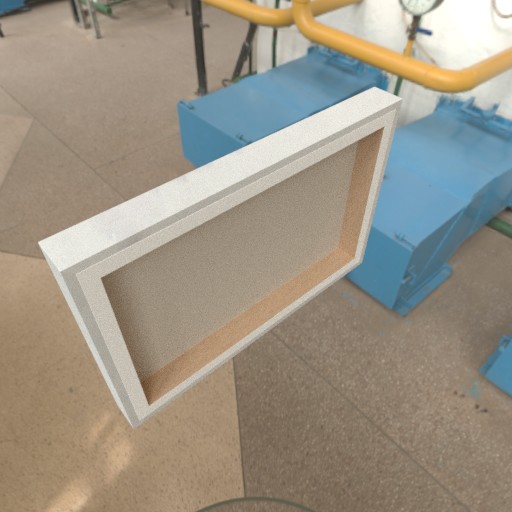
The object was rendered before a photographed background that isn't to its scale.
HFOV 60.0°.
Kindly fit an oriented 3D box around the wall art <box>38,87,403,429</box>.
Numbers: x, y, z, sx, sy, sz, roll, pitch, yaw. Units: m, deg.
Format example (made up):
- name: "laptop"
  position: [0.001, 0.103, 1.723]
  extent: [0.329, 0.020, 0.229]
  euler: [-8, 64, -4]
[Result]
- name: "wall art"
  position: [0.000, 0.000, 0.486]
  extent: [0.381, 0.254, 0.038]
  euler: [-32, 54, -27]
